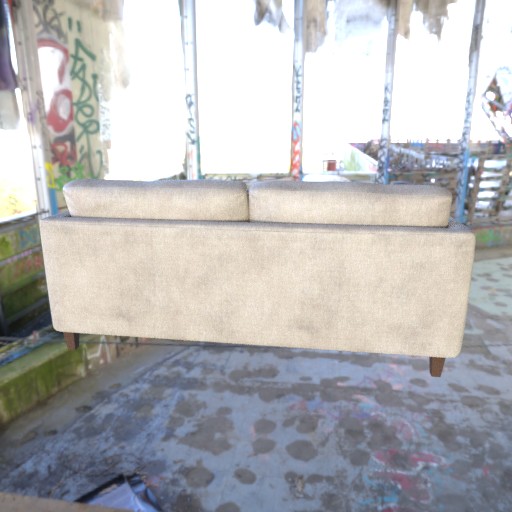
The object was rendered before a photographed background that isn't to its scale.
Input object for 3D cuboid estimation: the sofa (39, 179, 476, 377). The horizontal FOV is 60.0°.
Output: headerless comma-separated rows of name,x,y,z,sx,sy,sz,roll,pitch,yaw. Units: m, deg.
sofa,0.000,0.000,2.687,2.208,0.965,0.951,2,16,8
